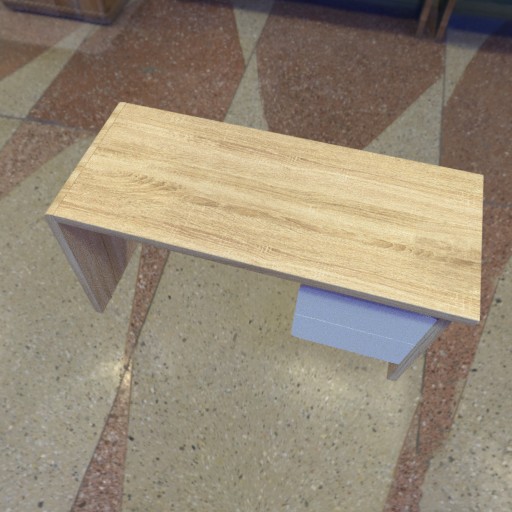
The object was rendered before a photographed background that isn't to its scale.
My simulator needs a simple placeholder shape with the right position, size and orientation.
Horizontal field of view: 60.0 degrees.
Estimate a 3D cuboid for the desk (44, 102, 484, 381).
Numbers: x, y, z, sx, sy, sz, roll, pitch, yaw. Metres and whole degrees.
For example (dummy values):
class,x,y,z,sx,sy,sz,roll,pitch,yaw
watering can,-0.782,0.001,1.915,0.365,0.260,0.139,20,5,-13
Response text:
class,x,y,z,sx,sy,sz,roll,pitch,yaw
desk,0.000,0.000,1.637,1.300,0.750,0.500,14,59,8
